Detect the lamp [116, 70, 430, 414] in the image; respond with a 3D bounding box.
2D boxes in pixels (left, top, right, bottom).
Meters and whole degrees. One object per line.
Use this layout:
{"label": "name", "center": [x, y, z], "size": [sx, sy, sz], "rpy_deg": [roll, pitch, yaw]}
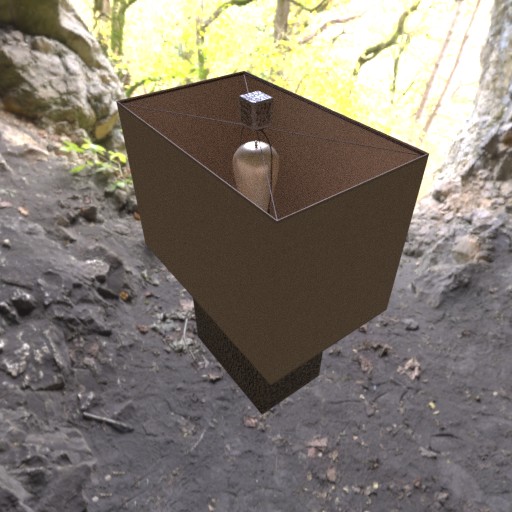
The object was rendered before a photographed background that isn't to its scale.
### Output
{"label": "lamp", "center": [0.000, 0.000, 0.570], "size": [0.180, 0.411, 0.294], "rpy_deg": [-26, 46, -27]}
